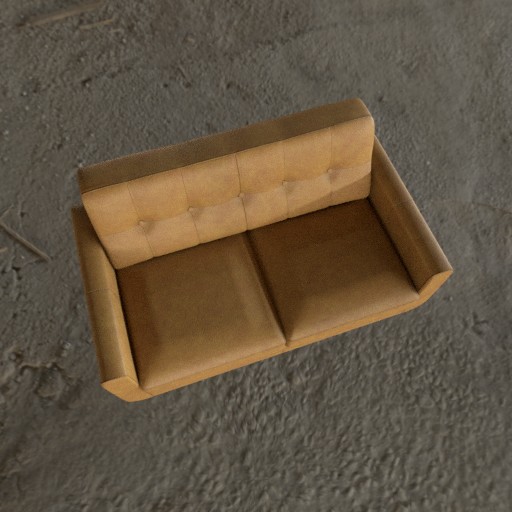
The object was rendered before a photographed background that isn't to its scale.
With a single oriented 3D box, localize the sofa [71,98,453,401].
[{"bbox_3d":[0.000,0.000,2.269,1.651,0.925,0.952,-17,65,-8],"label":"sofa"}]
